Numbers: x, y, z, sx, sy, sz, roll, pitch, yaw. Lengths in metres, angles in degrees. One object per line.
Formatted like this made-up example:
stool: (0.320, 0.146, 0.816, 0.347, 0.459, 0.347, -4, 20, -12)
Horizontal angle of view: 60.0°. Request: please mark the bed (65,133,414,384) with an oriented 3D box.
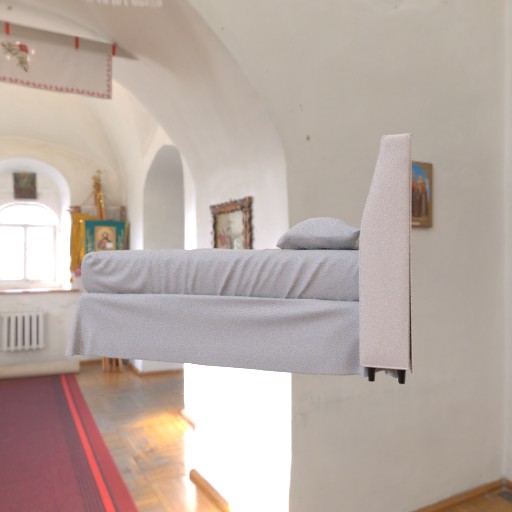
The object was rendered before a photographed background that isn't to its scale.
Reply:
bed: (0.000, 0.000, 3.511, 2.276, 1.332, 1.925, 0, 0, 17)
